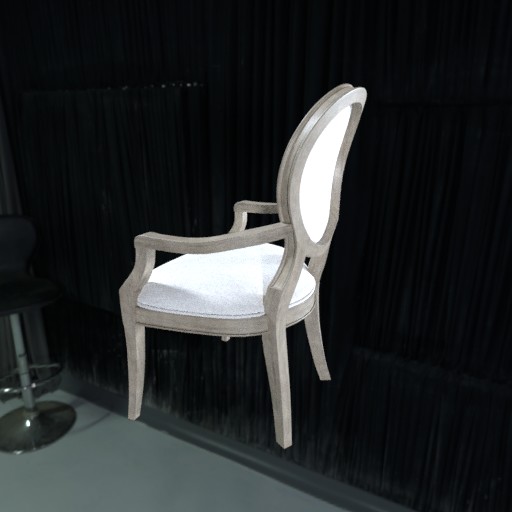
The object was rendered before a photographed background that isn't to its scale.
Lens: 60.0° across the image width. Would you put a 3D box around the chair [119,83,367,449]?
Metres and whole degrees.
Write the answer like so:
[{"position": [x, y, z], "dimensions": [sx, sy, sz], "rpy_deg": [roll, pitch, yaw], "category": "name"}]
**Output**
[{"position": [0.000, 0.000, 1.388], "dimensions": [0.602, 0.991, 0.611], "rpy_deg": [8, 19, 25], "category": "chair"}]
